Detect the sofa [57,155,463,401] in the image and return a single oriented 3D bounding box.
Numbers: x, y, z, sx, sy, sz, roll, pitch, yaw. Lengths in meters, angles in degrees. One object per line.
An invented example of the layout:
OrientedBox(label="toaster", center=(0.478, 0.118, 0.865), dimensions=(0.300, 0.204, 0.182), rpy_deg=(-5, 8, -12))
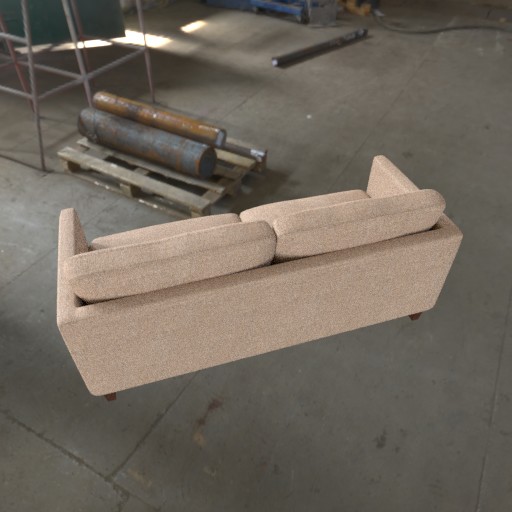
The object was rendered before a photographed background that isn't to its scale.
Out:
OrientedBox(label="sofa", center=(0.000, 0.000, 2.762), dimensions=(2.208, 0.965, 0.951), rpy_deg=(-12, 44, -13))
